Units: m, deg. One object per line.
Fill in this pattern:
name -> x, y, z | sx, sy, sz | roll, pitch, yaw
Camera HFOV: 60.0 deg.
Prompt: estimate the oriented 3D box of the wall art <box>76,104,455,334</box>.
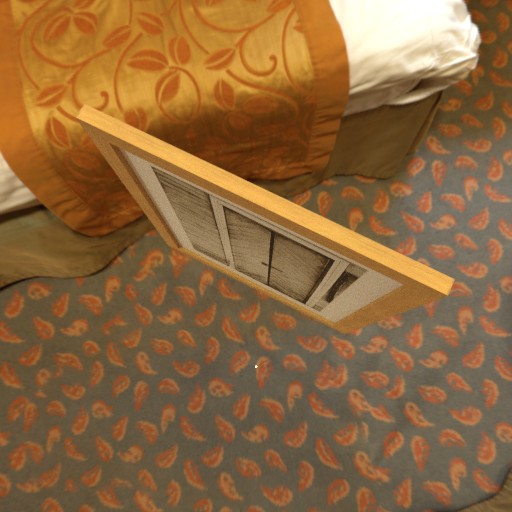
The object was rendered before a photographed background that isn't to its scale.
wall art -> 0.000, 0.000, 0.762 | 0.460, 0.561, 0.020 | 26, 77, 6
